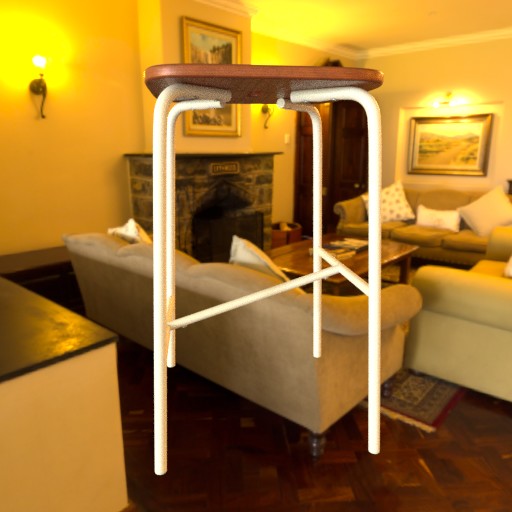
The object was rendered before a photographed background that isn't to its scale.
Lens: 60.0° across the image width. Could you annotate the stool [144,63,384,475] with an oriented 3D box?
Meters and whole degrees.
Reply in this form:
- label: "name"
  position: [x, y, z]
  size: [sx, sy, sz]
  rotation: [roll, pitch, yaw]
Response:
- label: "stool"
  position: [0.000, 0.000, 0.833]
  size: [0.376, 0.610, 0.376]
  rotation: [-2, 14, -8]
